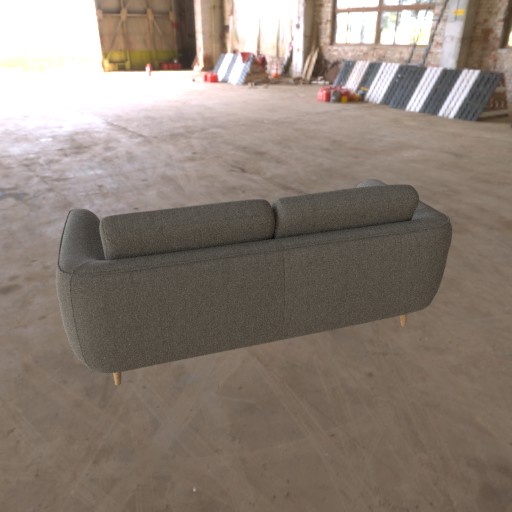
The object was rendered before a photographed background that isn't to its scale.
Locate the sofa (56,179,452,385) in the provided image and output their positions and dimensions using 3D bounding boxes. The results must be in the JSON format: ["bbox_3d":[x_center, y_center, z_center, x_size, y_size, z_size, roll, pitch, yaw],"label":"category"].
[{"bbox_3d":[0.000,0.000,2.476,2.000,0.870,0.920,-8,28,-16],"label":"sofa"}]
